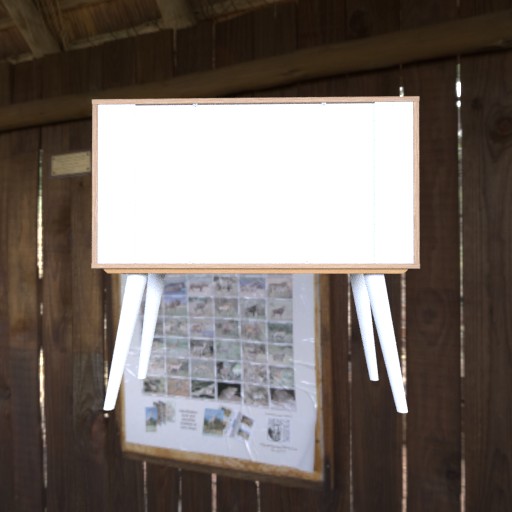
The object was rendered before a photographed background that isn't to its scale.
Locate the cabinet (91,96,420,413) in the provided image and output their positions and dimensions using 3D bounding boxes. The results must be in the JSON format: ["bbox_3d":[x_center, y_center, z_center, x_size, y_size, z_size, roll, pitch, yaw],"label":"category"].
[{"bbox_3d":[0.000,0.000,1.660,1.057,1.016,0.470,0,-1,2],"label":"cabinet"}]
